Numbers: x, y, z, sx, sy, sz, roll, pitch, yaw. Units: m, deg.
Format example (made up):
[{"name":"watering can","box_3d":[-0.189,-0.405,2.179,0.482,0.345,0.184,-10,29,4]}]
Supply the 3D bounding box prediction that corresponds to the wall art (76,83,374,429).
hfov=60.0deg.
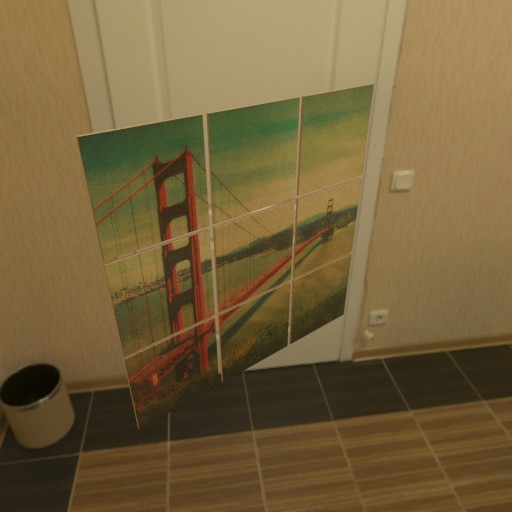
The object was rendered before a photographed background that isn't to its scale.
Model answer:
[{"name":"wall art","box_3d":[0.000,0.000,2.274,1.519,1.507,0.014,-22,38,-31]}]
